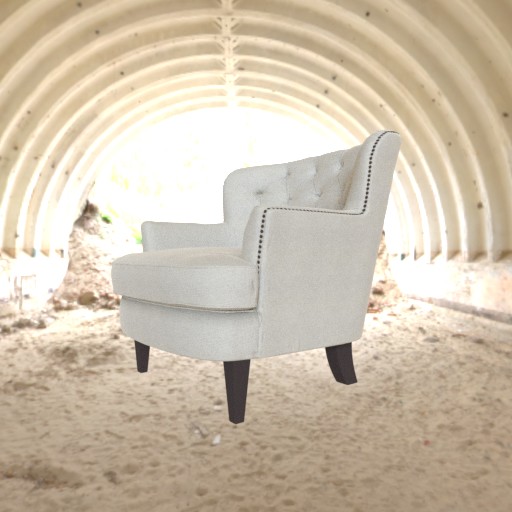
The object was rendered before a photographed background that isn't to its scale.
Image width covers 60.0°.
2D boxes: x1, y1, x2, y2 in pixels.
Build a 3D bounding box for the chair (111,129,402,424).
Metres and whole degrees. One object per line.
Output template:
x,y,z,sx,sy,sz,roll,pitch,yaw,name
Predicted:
0.000,0.000,1.586,0.906,0.868,0.848,0,0,-37,chair
